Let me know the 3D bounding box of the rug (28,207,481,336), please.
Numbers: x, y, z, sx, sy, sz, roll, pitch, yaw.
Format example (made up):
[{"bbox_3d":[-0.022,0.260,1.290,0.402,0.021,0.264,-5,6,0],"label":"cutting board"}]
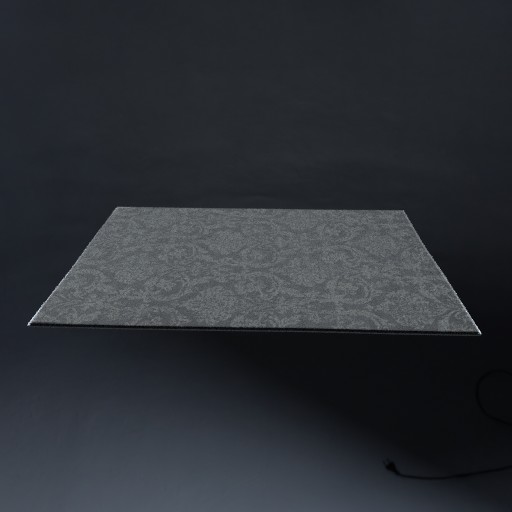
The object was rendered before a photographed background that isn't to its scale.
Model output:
[{"bbox_3d":[0.000,0.000,3.463,2.746,0.018,1.819,1,30,2],"label":"rug"}]
